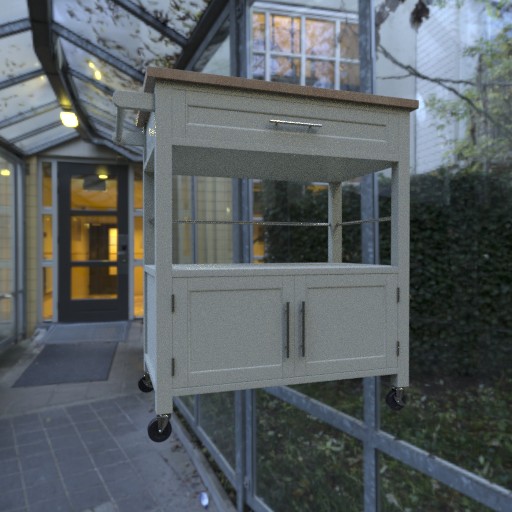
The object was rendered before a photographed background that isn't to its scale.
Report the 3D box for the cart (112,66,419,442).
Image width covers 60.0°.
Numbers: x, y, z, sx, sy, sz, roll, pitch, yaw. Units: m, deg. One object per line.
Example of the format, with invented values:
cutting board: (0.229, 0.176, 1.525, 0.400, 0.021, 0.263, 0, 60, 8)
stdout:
cart: (0.000, 0.000, 1.368, 0.840, 0.901, 0.459, 0, 1, -18)
